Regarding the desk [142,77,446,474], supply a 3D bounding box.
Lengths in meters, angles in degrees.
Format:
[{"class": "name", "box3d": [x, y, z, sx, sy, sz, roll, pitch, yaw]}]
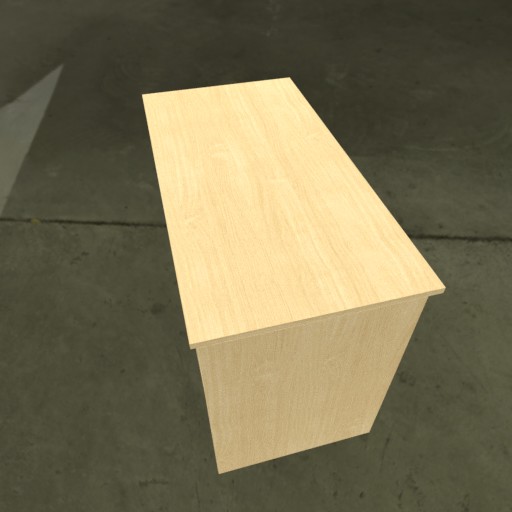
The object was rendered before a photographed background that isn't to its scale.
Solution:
[{"class": "desk", "box3d": [0.000, 0.000, 1.544, 0.560, 0.735, 1.097, -11, 46, -10]}]
